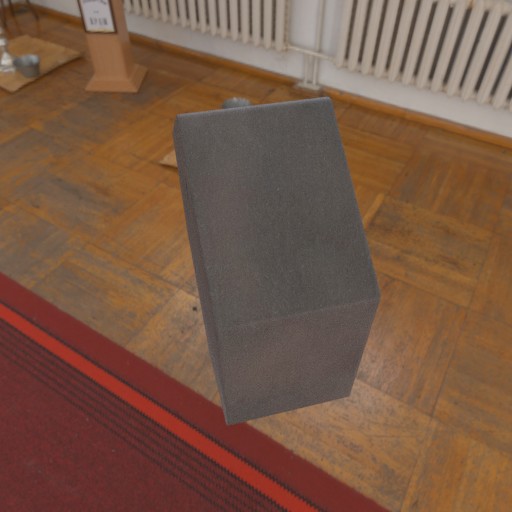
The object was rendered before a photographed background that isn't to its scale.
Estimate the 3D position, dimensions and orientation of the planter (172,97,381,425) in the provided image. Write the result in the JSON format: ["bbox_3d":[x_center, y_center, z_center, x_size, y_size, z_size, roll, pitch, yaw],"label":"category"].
[{"bbox_3d":[0.000,0.000,0.287,0.077,0.206,0.169,-10,47,-10],"label":"planter"}]
